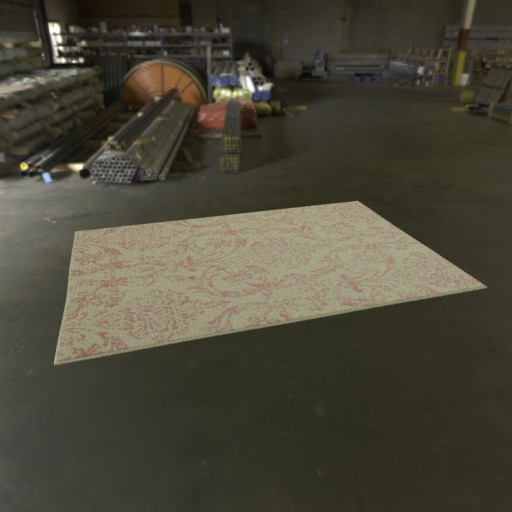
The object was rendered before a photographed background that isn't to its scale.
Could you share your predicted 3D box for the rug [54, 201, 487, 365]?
[{"bbox_3d":[0.000,0.000,2.307,1.839,0.012,1.219,-8,28,-15],"label":"rug"}]
